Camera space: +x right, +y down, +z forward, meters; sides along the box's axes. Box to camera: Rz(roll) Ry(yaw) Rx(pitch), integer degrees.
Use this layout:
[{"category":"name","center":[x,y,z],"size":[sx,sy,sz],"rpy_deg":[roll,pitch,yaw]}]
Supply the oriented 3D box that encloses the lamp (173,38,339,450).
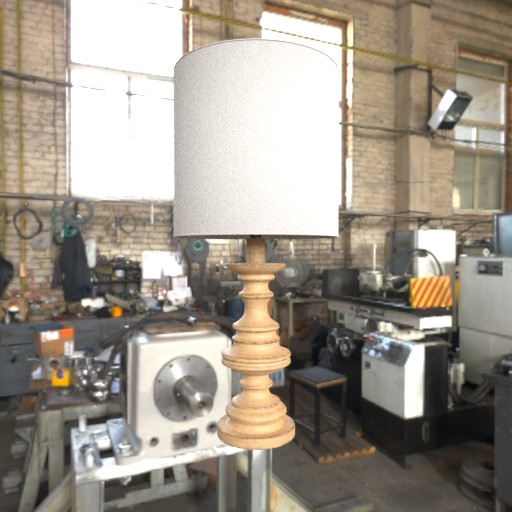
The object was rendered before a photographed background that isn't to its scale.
[{"category":"lamp","center":[0.000,0.000,0.568],"size":[0.208,0.455,0.208],"rpy_deg":[0,1,34]}]
